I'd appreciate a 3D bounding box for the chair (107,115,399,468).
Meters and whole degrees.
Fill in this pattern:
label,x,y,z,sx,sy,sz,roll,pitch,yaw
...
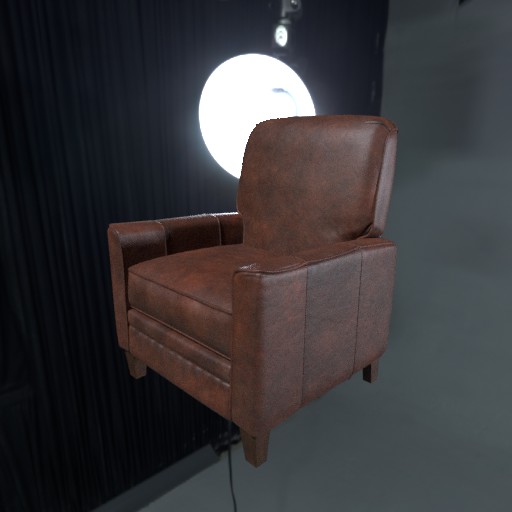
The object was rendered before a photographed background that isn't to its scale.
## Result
label,x,y,z,sx,sy,sz,roll,pitch,yaw
chair,0.000,0.000,1.699,0.836,1.043,0.843,-15,22,-42
